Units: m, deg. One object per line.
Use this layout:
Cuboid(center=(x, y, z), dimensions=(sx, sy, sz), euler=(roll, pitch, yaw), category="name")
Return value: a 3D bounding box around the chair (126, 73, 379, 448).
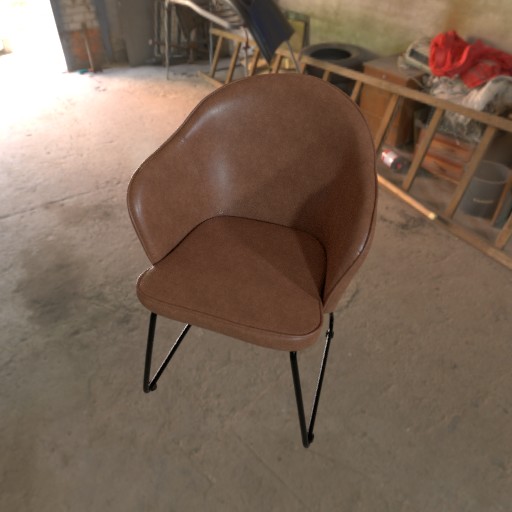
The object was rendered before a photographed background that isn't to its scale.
Cuboid(center=(0.000, 0.000, 1.196), dimensions=(0.582, 0.785, 0.580), euler=(13, 42, 14), category="chair")
